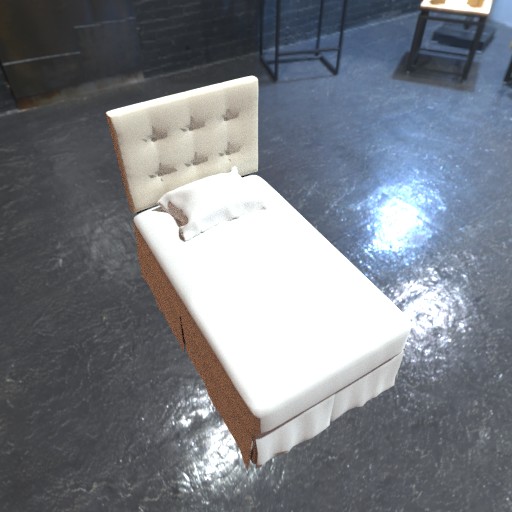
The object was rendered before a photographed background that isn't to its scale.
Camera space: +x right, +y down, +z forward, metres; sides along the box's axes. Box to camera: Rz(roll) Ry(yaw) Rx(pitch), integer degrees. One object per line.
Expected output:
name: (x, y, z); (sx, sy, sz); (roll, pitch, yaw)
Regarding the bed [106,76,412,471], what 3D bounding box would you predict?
bed: (0.000, 0.000, 3.054); (1.261, 1.571, 1.997); (-23, 49, -21)
